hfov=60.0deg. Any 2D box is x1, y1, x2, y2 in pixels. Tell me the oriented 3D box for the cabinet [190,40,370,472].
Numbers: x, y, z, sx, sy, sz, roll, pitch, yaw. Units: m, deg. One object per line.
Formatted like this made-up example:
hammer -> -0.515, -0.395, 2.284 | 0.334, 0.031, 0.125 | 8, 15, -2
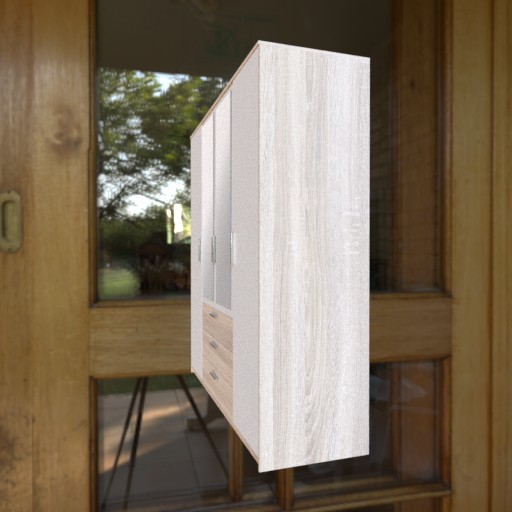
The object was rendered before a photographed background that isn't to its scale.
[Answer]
cabinet -> 0.000, 0.000, 3.088 | 0.620, 2.060, 1.870 | 0, 1, -18
